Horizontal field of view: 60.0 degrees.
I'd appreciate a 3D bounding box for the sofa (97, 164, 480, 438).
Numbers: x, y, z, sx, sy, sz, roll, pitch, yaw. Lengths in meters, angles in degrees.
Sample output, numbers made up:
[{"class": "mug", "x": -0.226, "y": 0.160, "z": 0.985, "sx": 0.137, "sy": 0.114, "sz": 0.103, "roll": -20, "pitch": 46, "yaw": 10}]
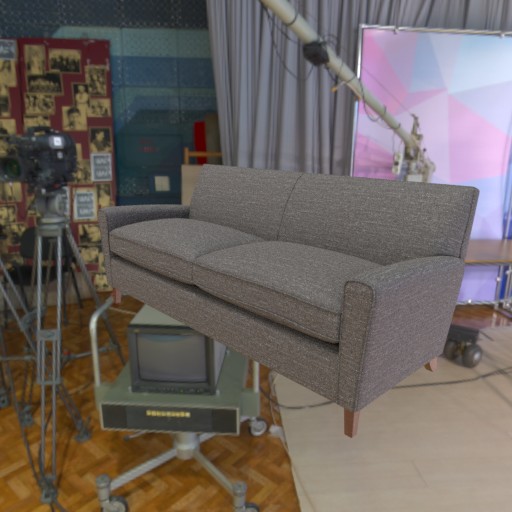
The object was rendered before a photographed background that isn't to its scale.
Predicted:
[{"class": "sofa", "x": 0.000, "y": 0.000, "z": 2.401, "sx": 0.875, "sy": 0.846, "sz": 1.976, "roll": -15, "pitch": 21, "yaw": -42}]
